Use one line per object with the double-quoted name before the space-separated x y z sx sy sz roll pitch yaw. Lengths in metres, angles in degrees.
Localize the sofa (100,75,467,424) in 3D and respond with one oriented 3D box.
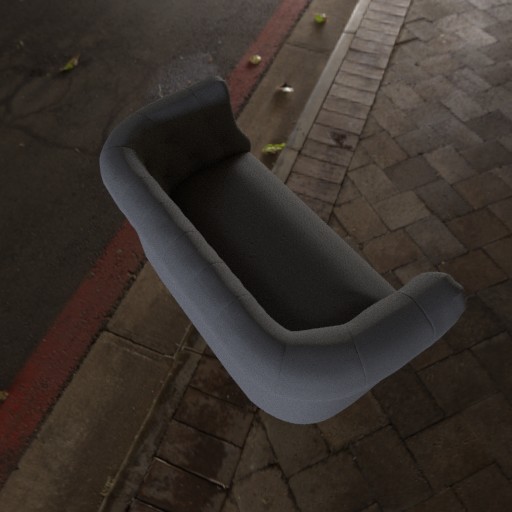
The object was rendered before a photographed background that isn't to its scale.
"sofa" 0.000 0.000 1.985 0.835 0.827 1.558 -31 61 -20
